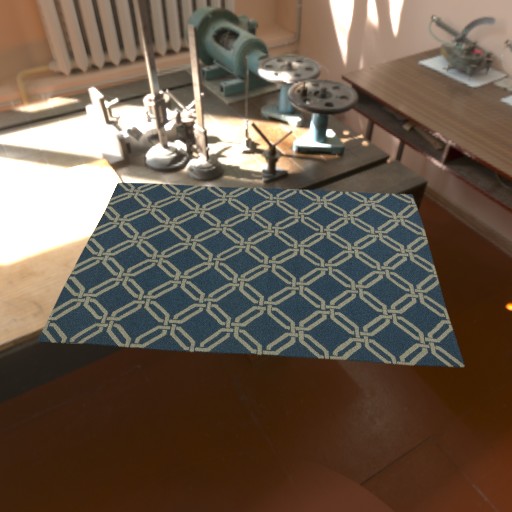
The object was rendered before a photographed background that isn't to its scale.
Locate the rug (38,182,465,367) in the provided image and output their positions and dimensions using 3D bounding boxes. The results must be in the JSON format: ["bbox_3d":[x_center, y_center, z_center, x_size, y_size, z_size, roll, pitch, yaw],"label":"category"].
[{"bbox_3d":[0.000,0.000,2.204,1.755,0.010,1.153,3,44,3],"label":"rug"}]
